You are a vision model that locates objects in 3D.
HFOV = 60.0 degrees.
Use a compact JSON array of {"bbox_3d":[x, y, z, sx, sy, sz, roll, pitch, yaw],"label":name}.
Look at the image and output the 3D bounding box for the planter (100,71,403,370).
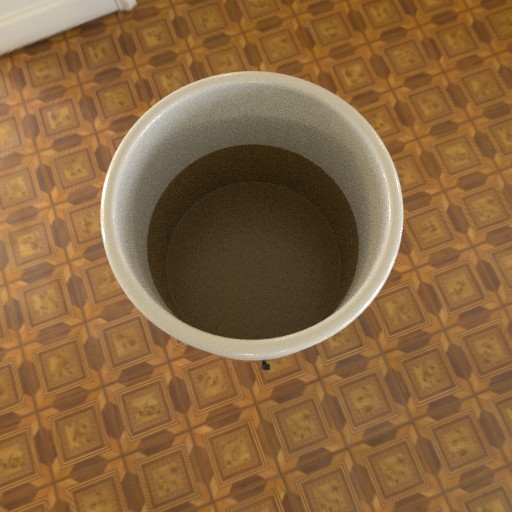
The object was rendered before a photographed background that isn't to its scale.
[{"bbox_3d":[0.000,0.000,0.644,0.310,0.432,0.310,-20,77,-5],"label":"planter"}]
